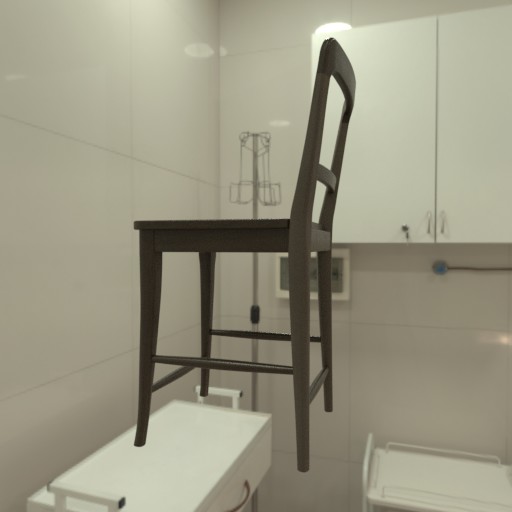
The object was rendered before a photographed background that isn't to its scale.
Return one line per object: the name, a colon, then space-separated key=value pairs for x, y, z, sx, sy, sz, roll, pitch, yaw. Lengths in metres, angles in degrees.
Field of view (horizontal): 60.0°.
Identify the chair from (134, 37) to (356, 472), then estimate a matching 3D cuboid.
chair: x=0.000 y=0.000 z=1.264 sx=0.546 sy=0.991 sz=0.450 roll=0 pitch=1 yaw=18
